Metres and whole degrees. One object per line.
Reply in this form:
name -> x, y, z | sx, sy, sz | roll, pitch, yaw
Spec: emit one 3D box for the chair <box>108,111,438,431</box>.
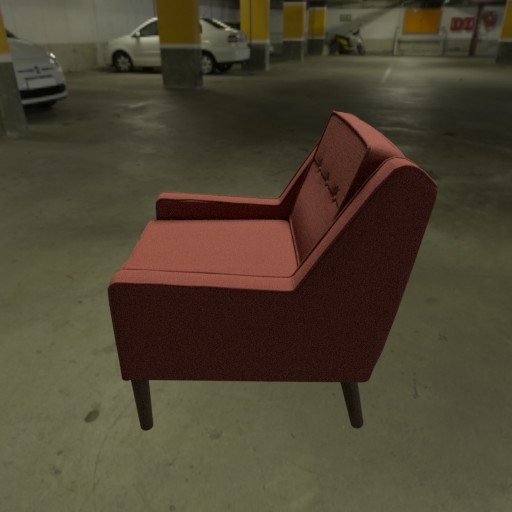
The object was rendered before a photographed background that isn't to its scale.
chair -> 0.000, 0.000, 1.379 | 0.770, 0.812, 0.680 | 0, 27, 0
